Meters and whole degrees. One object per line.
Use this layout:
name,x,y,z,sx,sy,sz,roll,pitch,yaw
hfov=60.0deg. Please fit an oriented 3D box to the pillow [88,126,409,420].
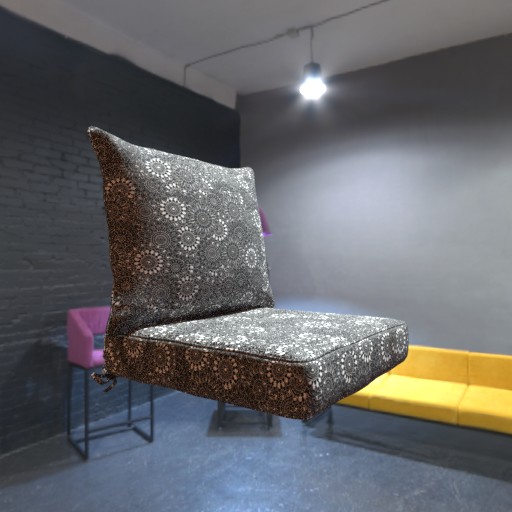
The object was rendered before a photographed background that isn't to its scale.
pillow,0.000,0.000,1.355,0.740,0.722,0.798,0,0,36
